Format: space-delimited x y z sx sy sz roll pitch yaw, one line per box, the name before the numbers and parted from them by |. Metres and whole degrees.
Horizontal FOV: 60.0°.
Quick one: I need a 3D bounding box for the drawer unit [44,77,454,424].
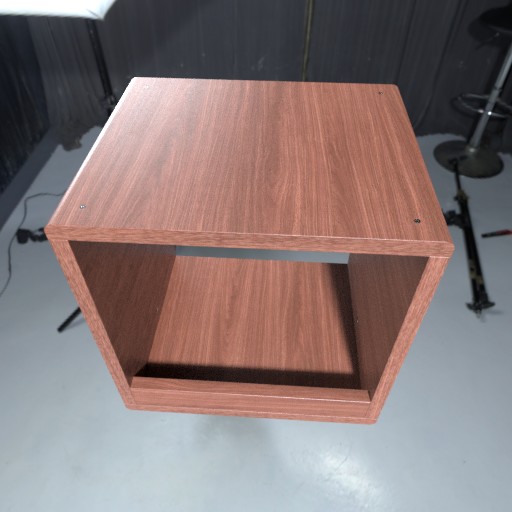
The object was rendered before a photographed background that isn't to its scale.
drawer unit | 0.000 0.000 0.597 0.349 0.351 0.290 3 46 3
